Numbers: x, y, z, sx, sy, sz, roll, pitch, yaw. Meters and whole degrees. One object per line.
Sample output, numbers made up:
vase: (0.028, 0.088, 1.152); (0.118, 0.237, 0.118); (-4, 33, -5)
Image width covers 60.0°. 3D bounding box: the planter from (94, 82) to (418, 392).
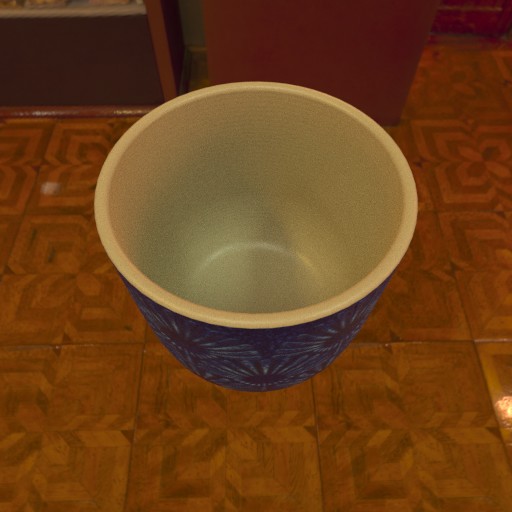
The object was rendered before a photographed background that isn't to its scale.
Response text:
planter: (0.000, 0.000, 0.217); (0.124, 0.109, 0.124); (0, 57, 0)
